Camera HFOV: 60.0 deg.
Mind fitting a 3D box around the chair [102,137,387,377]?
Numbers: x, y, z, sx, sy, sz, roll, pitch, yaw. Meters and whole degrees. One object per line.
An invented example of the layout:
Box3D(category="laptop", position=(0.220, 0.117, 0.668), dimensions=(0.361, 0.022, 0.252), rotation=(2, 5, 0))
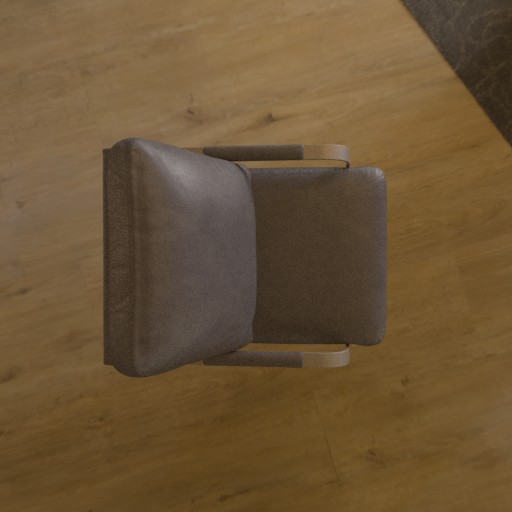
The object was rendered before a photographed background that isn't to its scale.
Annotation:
Box3D(category="chair", position=(0.000, 0.000, 1.478), dimensions=(0.878, 0.839, 0.692), rotation=(0, 91, 0))
